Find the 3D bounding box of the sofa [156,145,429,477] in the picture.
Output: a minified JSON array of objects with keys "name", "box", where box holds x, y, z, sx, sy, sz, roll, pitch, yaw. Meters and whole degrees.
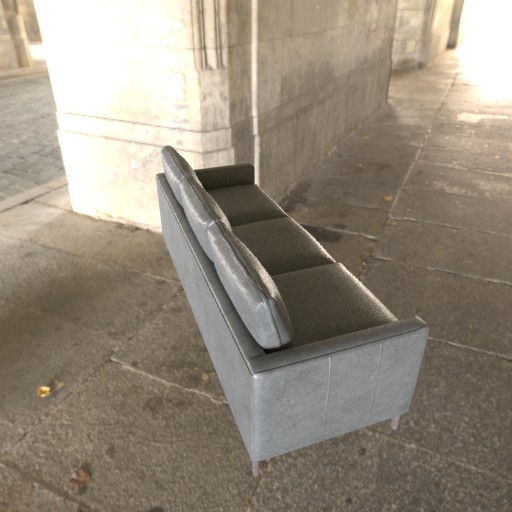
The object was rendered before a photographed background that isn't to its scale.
[{"name":"sofa","box":[0.000,0.000,2.422,0.748,0.805,2.029,-10,32,-17]}]
